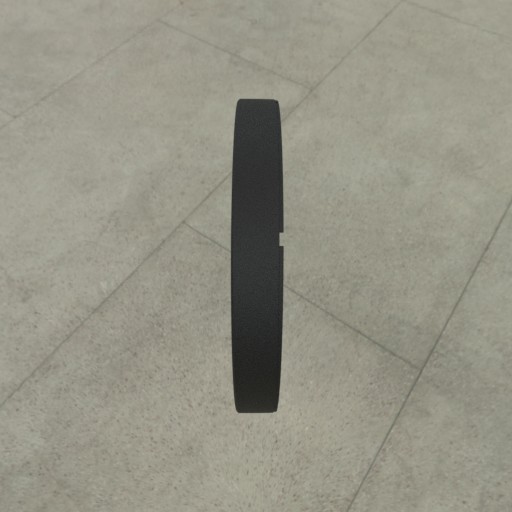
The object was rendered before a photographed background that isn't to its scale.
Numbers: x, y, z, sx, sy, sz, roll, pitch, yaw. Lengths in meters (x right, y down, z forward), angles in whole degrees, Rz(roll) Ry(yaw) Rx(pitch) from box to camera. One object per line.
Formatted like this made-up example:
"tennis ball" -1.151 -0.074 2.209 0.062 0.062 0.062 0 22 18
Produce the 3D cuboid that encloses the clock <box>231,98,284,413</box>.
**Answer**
"clock" 0.000 0.000 0.438 0.040 0.293 0.293 0 59 0
